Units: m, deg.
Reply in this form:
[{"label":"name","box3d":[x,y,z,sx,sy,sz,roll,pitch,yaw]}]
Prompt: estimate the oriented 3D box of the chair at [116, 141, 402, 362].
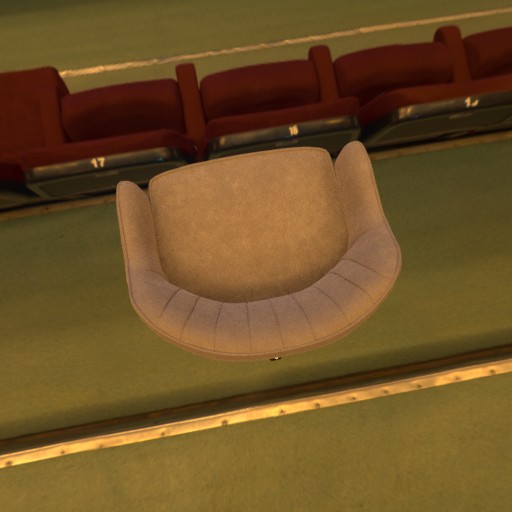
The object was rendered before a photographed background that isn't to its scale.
[{"label":"chair","box3d":[0.000,0.000,1.226,0.635,0.831,0.573,-10,77,-2]}]
